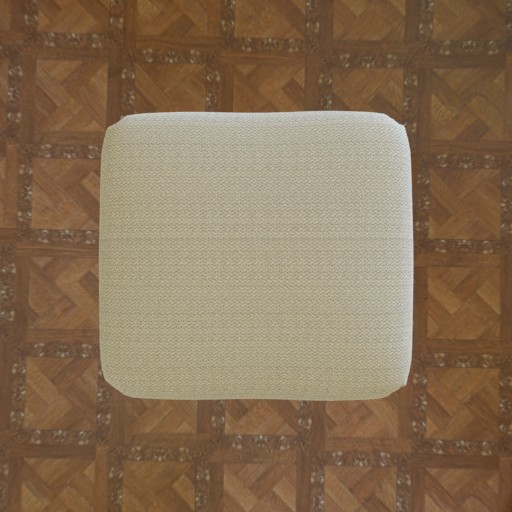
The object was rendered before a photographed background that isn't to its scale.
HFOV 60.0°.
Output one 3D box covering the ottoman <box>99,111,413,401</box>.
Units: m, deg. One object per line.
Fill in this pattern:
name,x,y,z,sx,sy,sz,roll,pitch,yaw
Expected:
ottoman,0.000,0.000,1.094,0.684,0.447,0.622,0,89,1
